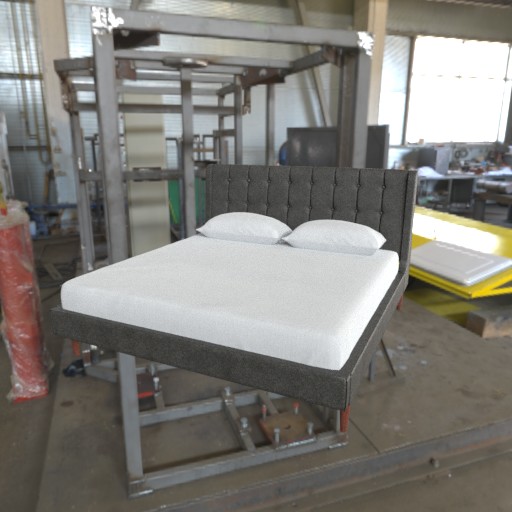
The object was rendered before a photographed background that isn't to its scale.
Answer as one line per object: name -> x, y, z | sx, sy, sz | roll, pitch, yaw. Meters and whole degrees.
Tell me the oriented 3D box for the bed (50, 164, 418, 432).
bed -> 0.000, 0.000, 3.194 | 1.903, 1.158, 2.031 | 7, 17, 25
